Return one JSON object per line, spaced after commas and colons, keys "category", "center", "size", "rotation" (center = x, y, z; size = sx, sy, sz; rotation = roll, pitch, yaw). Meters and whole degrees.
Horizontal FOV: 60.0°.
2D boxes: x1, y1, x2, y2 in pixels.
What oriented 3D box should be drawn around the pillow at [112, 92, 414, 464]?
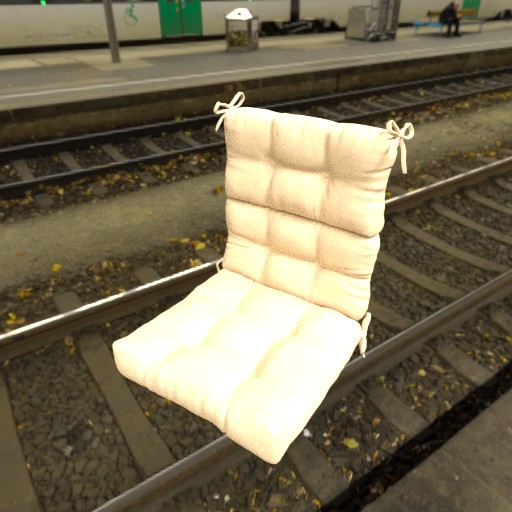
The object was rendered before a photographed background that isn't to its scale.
{"category": "pillow", "center": [0.000, 0.000, 1.041], "size": [0.519, 0.605, 0.571], "rotation": [19, 36, 29]}
